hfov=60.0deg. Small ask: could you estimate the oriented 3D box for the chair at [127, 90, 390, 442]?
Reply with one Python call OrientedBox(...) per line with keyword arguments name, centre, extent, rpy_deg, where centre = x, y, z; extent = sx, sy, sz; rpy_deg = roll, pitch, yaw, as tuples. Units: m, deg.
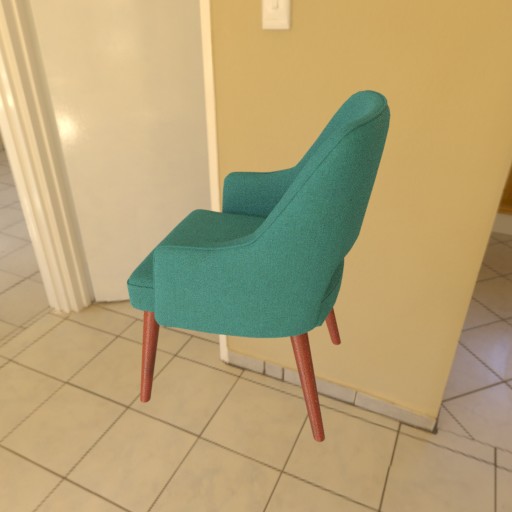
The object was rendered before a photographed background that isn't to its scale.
OrientedBox(name="chair", centre=(0.000, 0.000, 1.227), extent=(0.605, 0.849, 0.548), rpy_deg=(8, 31, 13))
